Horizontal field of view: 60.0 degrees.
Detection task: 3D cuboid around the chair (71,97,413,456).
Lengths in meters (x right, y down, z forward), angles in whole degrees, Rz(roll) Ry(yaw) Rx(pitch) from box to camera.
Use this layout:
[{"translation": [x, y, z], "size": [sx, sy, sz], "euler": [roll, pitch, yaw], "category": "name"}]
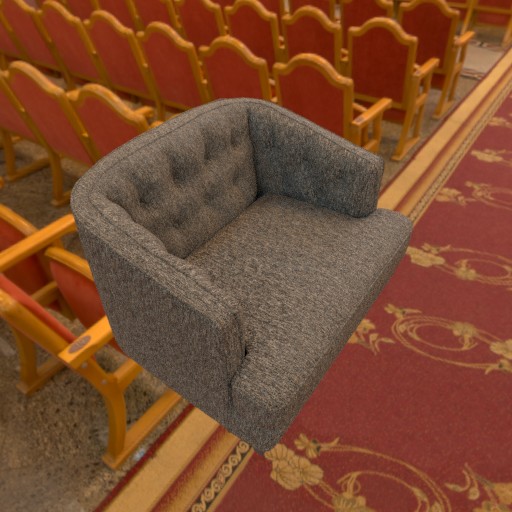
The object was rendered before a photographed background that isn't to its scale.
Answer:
[{"translation": [0.000, 0.000, 1.765], "size": [0.941, 0.852, 1.104], "euler": [25, 48, 25], "category": "chair"}]
